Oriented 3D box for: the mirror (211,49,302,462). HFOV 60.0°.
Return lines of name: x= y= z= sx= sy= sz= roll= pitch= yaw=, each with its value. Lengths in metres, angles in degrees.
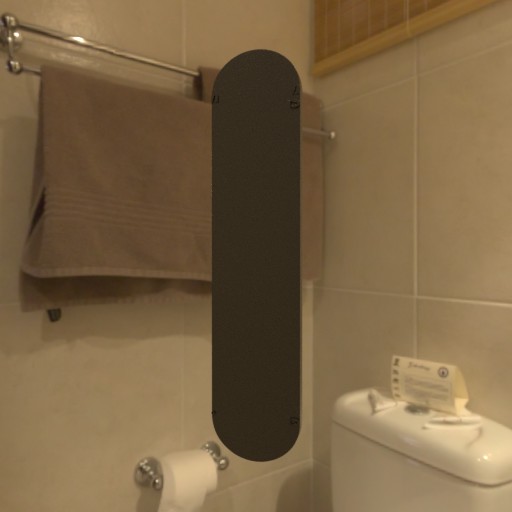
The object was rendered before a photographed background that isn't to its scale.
mirror: x=0.000 y=0.000 z=1.077 sx=0.222 sy=0.991 sz=0.032 roll=0 pitch=0 yaw=17
